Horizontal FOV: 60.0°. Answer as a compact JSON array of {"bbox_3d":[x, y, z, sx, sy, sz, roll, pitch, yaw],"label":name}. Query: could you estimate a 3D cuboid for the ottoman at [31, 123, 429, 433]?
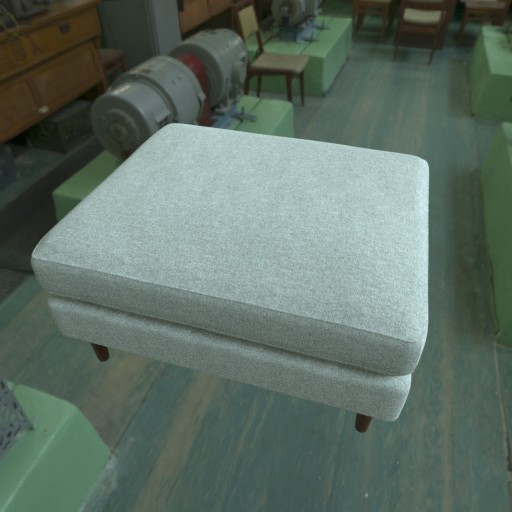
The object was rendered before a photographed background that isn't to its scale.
[{"bbox_3d":[0.000,0.000,1.198,0.821,0.474,0.693,11,42,13],"label":"ottoman"}]
